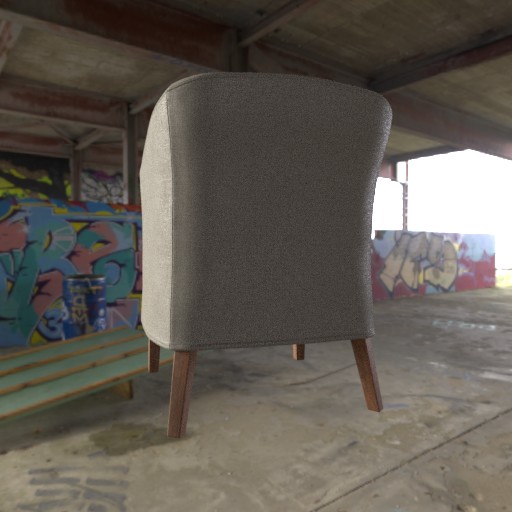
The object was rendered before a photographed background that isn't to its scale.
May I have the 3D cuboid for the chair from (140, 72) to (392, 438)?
[{"bbox_3d":[0.000,0.000,1.243,0.600,0.771,0.668,0,1,-17],"label":"chair"}]
